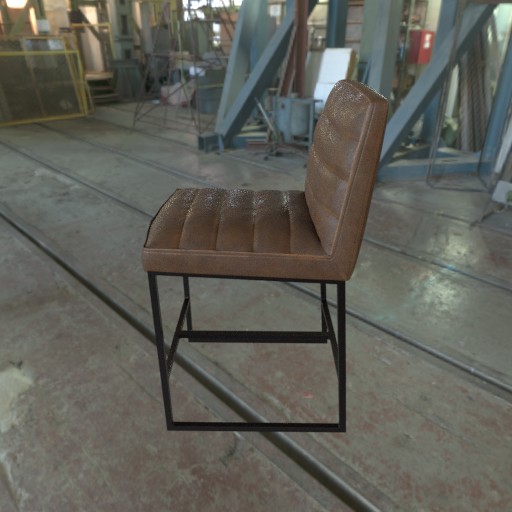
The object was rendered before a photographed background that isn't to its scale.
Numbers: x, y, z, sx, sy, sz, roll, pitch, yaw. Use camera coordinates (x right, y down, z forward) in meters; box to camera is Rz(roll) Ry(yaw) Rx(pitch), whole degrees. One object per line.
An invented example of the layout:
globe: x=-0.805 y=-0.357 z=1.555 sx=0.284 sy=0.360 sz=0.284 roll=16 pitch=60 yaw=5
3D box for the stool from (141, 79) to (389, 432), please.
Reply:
stool: x=0.000 y=0.000 z=1.292 sx=0.562 sy=0.942 sz=0.463 roll=0 pitch=27 yaw=1
